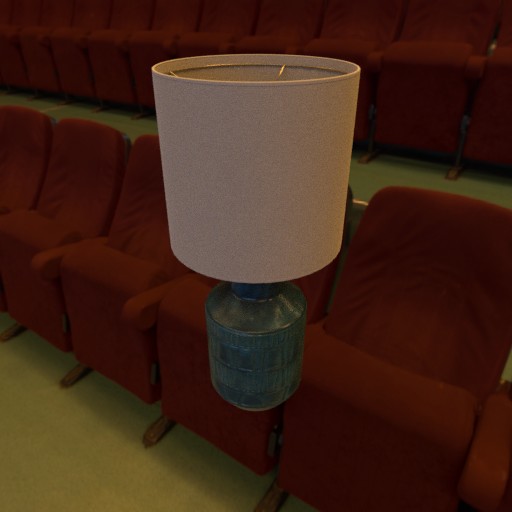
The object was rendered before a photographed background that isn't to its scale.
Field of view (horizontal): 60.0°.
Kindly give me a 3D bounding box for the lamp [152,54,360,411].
[{"bbox_3d":[0.000,0.000,0.571,0.211,0.455,0.211,19,35,29],"label":"lamp"}]
